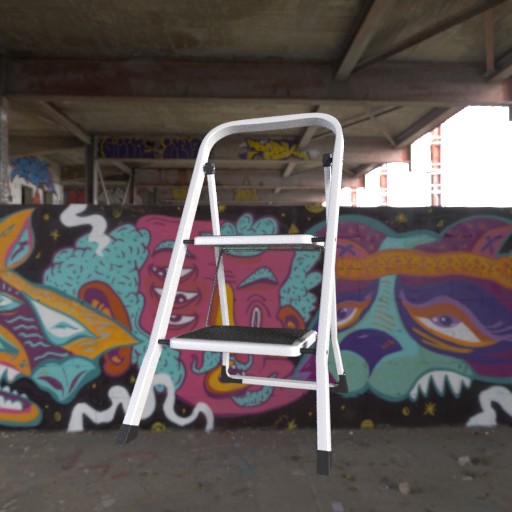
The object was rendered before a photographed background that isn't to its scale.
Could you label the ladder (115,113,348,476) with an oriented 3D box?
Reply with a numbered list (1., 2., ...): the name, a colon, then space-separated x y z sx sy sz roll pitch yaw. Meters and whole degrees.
1. ladder: 0.000 0.000 1.141 0.460 0.810 0.544 0 -1 18
